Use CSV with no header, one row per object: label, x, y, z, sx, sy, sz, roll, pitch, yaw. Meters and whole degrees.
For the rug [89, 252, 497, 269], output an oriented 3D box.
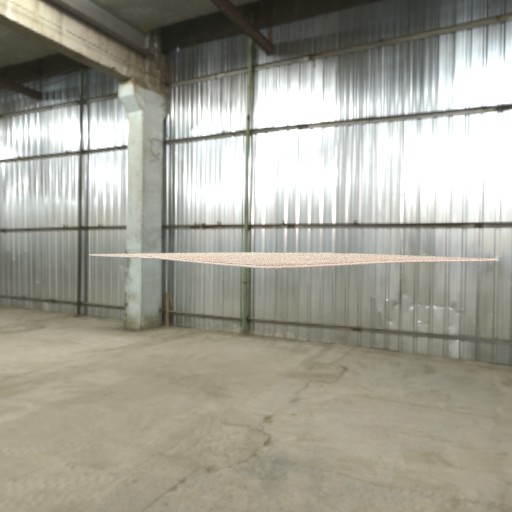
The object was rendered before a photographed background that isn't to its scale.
rug,0.000,0.000,2.197,1.154,0.021,1.792,-1,2,-35
